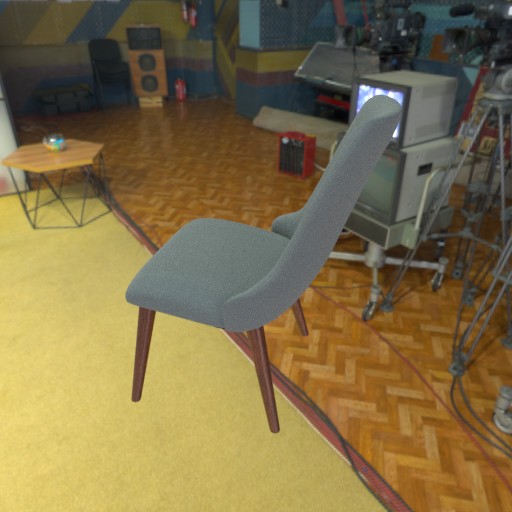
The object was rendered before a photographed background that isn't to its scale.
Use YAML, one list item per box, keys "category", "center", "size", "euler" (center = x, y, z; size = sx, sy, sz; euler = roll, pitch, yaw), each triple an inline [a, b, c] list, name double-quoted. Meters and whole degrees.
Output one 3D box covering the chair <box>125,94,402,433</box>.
- category: "chair"
  center: [0.000, 0.000, 1.342]
  size: [0.707, 0.918, 0.535]
  euler: [9, 32, 15]
